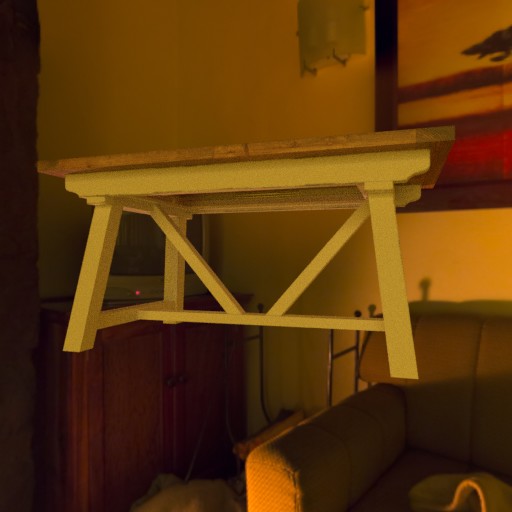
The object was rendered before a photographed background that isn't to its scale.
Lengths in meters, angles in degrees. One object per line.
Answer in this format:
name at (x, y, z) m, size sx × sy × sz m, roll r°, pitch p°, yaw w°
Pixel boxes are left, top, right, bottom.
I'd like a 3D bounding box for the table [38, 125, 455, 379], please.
table at (0.000, 0.000, 1.942) m, size 1.503 × 0.743 × 0.922 m, roll 0°, pitch 0°, yaw 18°
